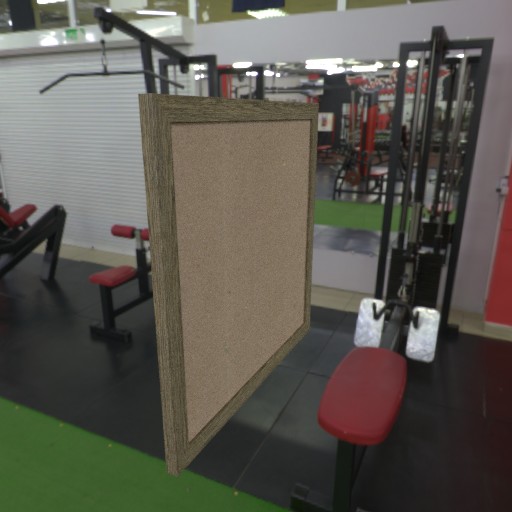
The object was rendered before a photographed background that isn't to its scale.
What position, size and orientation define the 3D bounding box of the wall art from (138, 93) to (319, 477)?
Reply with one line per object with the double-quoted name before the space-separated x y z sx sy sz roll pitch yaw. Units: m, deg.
"wall art" 0.000 0.000 0.765 0.019 0.508 0.508 9 20 27
